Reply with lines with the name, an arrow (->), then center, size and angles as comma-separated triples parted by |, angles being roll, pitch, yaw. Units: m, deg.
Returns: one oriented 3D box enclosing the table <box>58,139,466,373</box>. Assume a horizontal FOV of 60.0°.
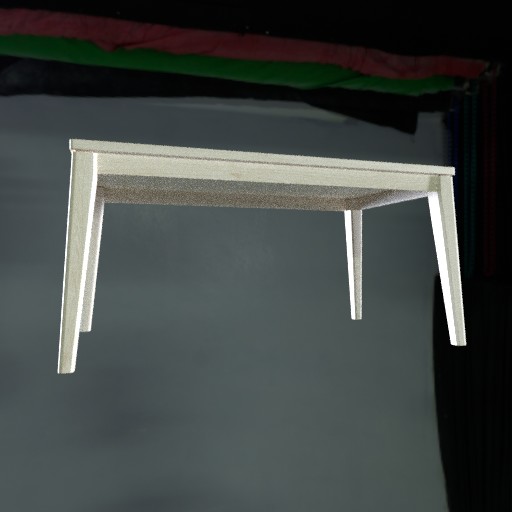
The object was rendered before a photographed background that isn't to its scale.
table -> 0.000, 0.000, 2.078 | 1.600, 0.760, 0.900 | 0, 0, -17
